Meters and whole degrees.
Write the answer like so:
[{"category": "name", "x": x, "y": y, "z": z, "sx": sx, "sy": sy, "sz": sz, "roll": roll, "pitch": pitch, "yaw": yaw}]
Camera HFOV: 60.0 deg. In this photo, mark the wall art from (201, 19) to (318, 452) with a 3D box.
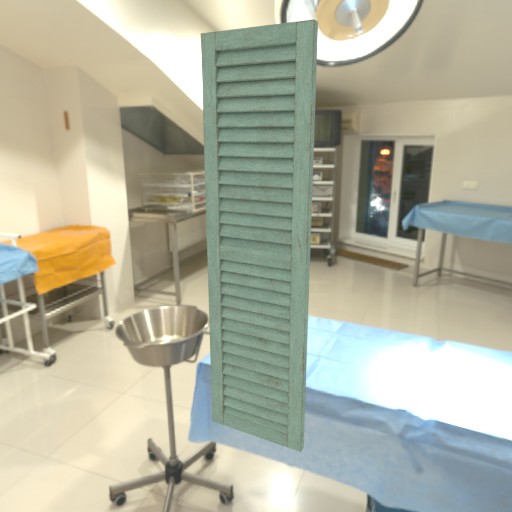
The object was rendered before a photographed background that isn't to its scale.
[{"category": "wall art", "x": 0.000, "y": 0.000, "z": 1.303, "sx": 0.329, "sy": 1.219, "sz": 0.025, "roll": 8, "pitch": 17, "yaw": 27}]
